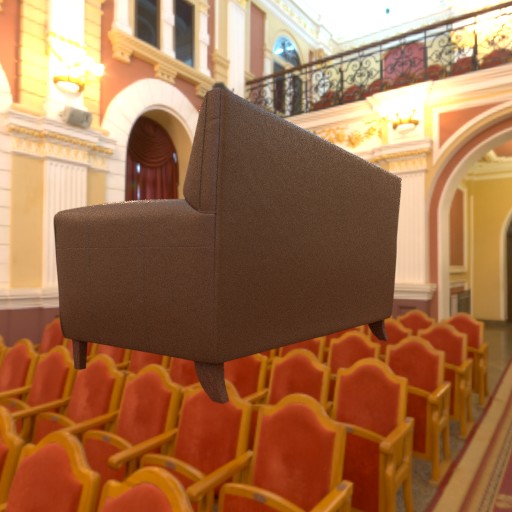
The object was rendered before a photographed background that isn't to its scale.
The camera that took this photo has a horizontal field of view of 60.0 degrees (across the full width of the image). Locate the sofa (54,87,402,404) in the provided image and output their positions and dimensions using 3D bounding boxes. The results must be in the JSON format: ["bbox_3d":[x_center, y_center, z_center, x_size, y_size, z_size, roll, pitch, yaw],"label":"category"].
[{"bbox_3d":[0.000,0.000,1.992,0.853,0.859,1.468,-1,-2,36],"label":"sofa"}]
